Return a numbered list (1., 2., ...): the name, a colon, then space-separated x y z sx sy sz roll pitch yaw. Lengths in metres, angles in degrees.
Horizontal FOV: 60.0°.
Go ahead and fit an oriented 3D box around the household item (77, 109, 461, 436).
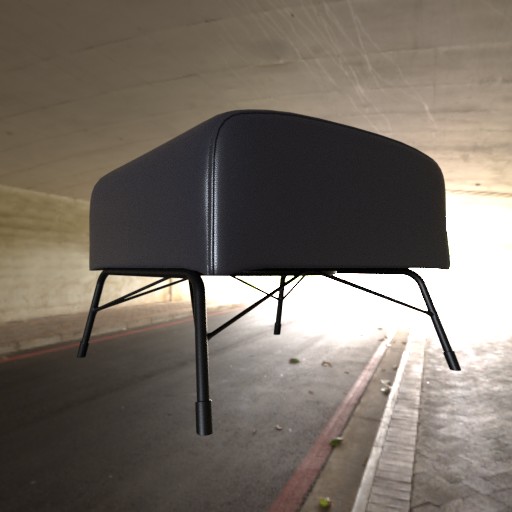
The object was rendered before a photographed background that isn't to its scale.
1. household item: 0.000 0.000 0.854 0.530 0.410 0.530 1 -2 -36
